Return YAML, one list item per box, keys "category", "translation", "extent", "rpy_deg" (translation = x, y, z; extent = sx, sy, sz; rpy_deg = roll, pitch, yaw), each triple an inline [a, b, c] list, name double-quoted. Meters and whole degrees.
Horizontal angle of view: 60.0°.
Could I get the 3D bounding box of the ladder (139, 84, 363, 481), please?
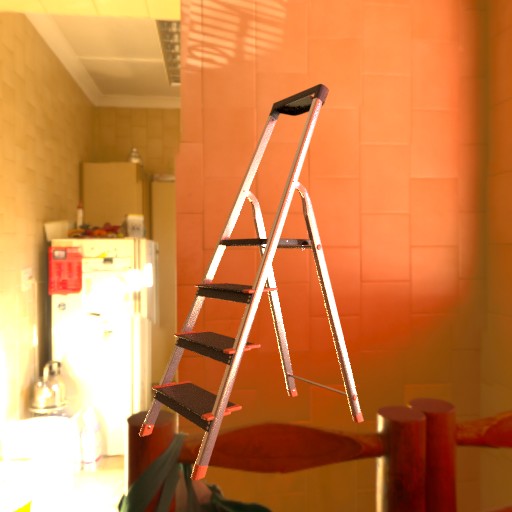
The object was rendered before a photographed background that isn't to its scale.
- category: "ladder"
  translation: [0.000, 0.000, 1.837]
  extent: [0.834, 1.429, 0.452]
  rpy_deg: [0, 1, -37]
